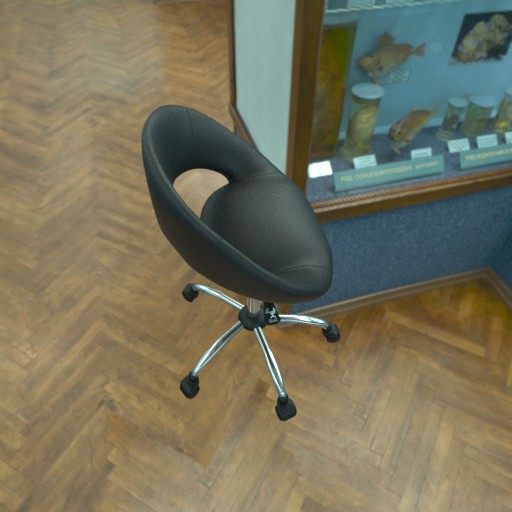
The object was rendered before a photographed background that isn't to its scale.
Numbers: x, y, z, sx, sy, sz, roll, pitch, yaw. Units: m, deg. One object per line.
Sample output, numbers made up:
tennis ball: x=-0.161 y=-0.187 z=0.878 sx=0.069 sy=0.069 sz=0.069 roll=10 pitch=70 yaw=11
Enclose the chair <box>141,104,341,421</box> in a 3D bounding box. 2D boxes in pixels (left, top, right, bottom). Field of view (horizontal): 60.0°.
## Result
chair: x=0.000 y=0.000 z=1.192 sx=0.538 sy=0.791 sz=0.612 roll=-10 pitch=48 yaw=-9
